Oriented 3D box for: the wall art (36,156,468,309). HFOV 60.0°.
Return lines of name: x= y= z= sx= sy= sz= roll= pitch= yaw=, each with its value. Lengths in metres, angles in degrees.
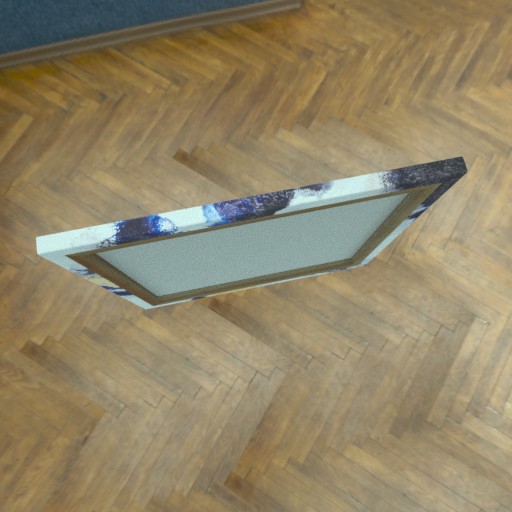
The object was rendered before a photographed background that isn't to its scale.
wall art: x=0.000 y=0.000 z=1.326 sx=0.887 sy=0.885 sz=0.038 roll=-11 pitch=76 yaw=-3
